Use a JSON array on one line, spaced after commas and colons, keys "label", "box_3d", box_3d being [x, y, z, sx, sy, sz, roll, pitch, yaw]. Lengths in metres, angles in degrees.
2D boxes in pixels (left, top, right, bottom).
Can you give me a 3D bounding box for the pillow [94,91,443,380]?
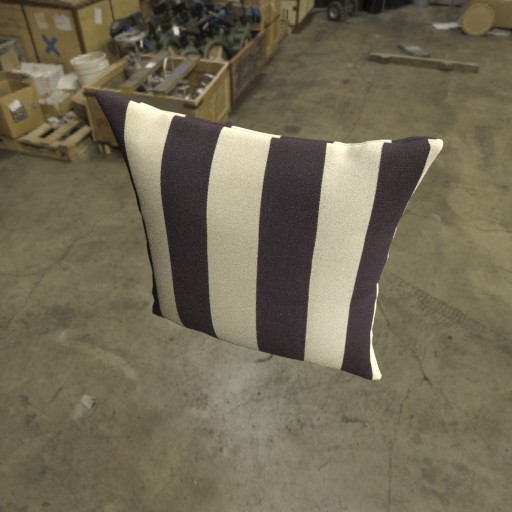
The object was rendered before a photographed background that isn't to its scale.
[{"label": "pillow", "box_3d": [0.000, 0.000, 0.794, 0.536, 0.526, 0.189, 12, 43, 14]}]
